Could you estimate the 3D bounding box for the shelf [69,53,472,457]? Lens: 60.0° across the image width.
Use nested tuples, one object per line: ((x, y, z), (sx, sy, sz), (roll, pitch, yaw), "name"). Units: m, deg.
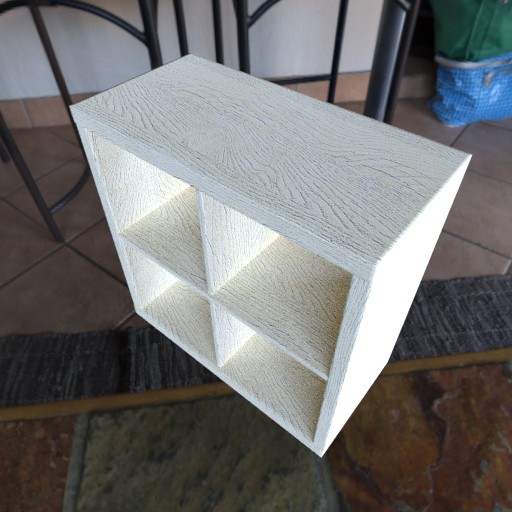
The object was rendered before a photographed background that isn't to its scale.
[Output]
((0.000, 0.000, 1.232), (0.790, 0.786, 0.390), (31, 53, 26), "shelf")
